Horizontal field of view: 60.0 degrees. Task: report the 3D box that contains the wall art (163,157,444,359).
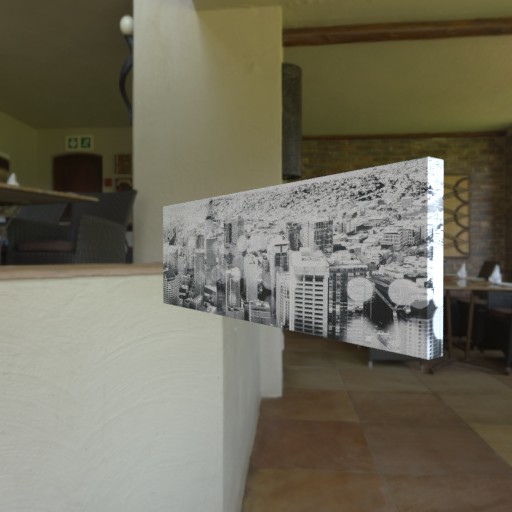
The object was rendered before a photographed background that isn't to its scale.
[{"bbox_3d":[0.000,0.000,0.871,0.038,0.255,0.763,0,1,-37],"label":"wall art"}]
